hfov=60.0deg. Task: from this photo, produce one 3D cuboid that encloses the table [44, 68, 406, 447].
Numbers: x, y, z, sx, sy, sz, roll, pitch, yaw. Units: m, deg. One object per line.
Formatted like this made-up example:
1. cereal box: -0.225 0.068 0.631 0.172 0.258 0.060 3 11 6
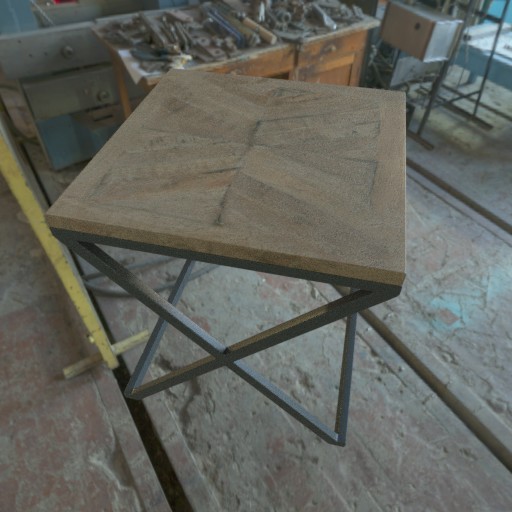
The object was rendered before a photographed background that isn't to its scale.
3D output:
1. table: 0.000 0.000 0.944 0.498 0.550 0.499 9 47 9
